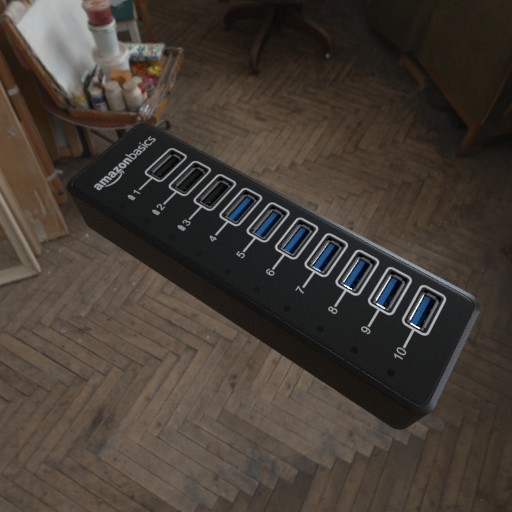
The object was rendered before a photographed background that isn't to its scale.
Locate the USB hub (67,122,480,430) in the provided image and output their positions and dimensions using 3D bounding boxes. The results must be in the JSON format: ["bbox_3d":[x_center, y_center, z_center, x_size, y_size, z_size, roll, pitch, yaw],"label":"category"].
[{"bbox_3d":[0.000,0.000,0.161,0.145,0.023,0.044,31,63,17],"label":"USB hub"}]
